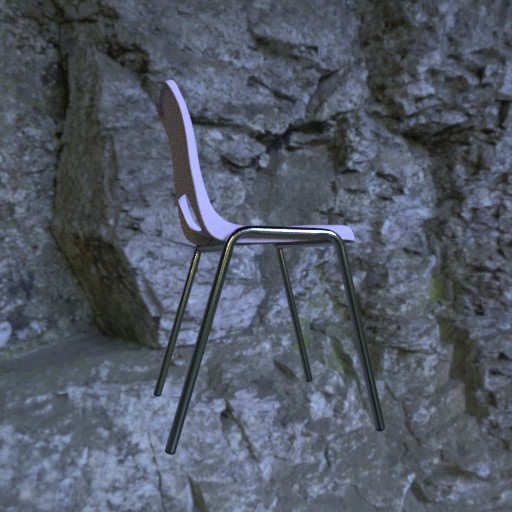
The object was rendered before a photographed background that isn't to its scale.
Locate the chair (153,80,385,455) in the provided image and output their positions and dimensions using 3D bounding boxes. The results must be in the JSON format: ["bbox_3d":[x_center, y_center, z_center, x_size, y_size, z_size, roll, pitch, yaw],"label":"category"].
[{"bbox_3d":[0.000,0.000,1.007,0.436,0.704,0.381,0,0,-16],"label":"chair"}]
